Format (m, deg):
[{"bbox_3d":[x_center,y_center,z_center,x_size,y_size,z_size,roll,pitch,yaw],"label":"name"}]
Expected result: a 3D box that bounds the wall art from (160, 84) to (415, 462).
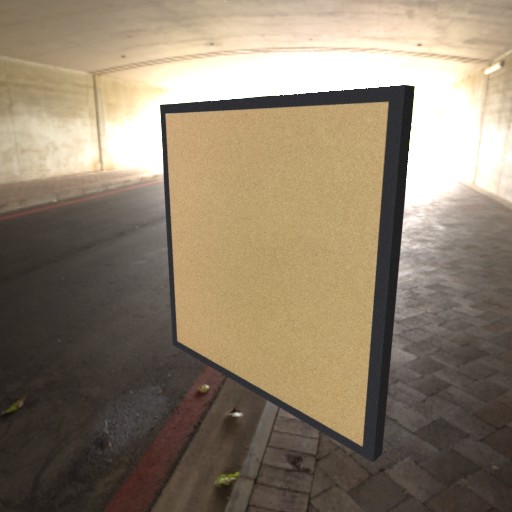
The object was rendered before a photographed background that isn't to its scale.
[{"bbox_3d":[0.000,0.000,1.126,0.037,0.760,0.762,-14,21,-42],"label":"wall art"}]
